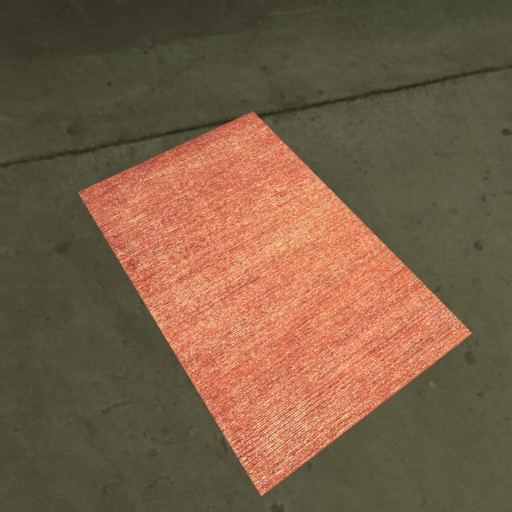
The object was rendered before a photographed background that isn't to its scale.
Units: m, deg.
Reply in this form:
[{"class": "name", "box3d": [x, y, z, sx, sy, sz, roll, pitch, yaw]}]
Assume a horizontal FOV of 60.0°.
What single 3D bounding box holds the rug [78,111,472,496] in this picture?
[{"class": "rug", "box3d": [0.000, 0.000, 2.181, 1.139, 0.011, 1.747, -30, 63, -17]}]
